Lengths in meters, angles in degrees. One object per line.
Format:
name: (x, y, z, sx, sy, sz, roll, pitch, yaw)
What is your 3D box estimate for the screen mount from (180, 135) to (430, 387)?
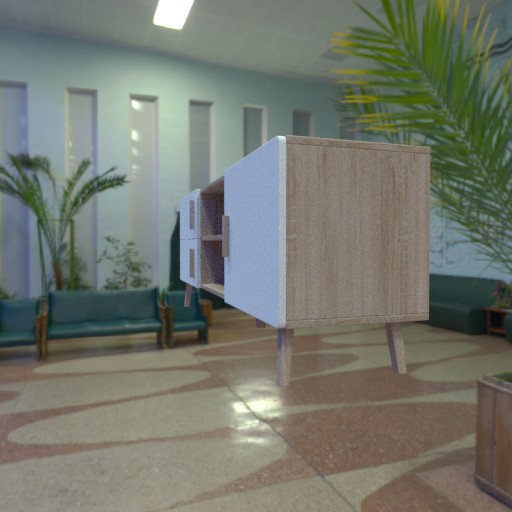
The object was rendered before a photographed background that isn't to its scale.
screen mount: (0.000, 0.000, 1.748, 0.420, 0.570, 1.500, 0, 1, -18)
